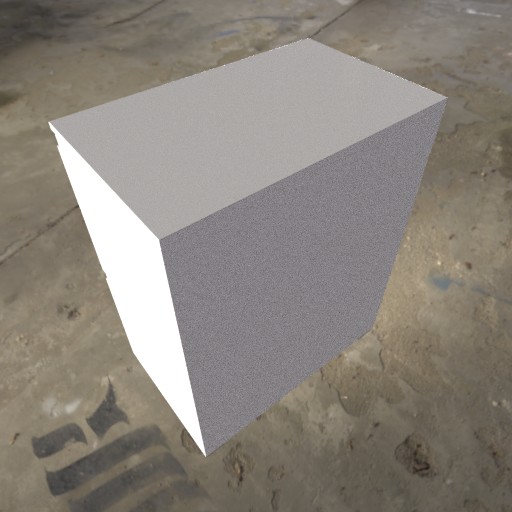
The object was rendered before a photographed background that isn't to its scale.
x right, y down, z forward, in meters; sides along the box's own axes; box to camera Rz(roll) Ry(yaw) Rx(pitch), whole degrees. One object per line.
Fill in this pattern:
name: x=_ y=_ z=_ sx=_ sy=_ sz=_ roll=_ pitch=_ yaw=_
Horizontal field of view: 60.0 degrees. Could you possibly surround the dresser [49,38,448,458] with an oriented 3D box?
dresser: x=0.000 y=0.000 z=1.127 sx=0.650 sy=0.800 sz=0.400 roll=-30 pitch=53 yaw=-26
